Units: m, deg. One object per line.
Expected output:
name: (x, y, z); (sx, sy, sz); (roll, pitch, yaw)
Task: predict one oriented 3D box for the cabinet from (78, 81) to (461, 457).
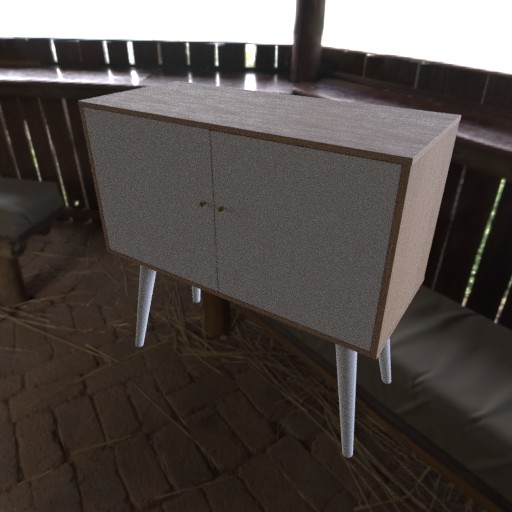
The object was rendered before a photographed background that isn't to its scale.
cabinet: (0.000, 0.000, 1.569); (1.057, 1.016, 0.470); (18, 35, 28)
